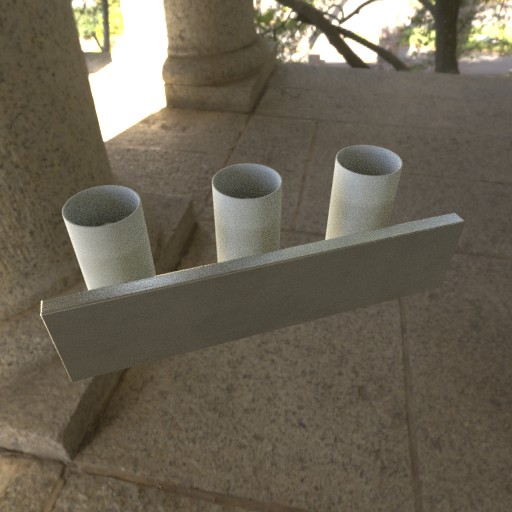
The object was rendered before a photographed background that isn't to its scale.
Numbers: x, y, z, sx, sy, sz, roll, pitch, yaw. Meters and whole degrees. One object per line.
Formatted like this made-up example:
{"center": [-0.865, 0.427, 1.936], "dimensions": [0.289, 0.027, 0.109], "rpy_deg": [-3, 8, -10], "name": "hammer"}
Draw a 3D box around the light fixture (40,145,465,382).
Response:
{"center": [0.000, 0.000, 0.531], "dimensions": [0.451, 0.172, 0.145], "rpy_deg": [-12, 42, -14], "name": "light fixture"}
